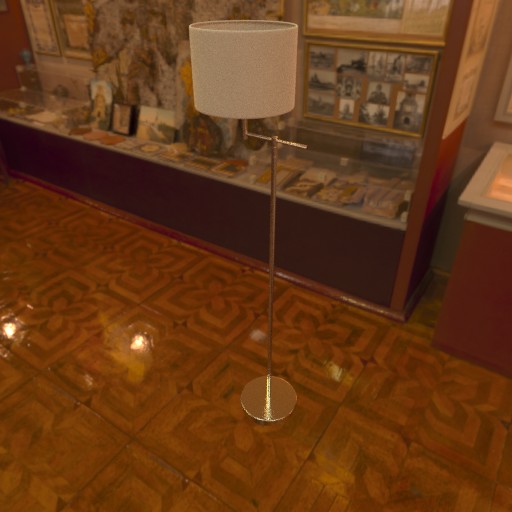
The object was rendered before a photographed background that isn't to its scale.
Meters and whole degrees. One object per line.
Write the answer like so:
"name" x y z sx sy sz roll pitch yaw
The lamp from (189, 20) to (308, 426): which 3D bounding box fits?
"lamp" 0.000 0.000 1.729 0.416 1.600 0.324 22 38 30
